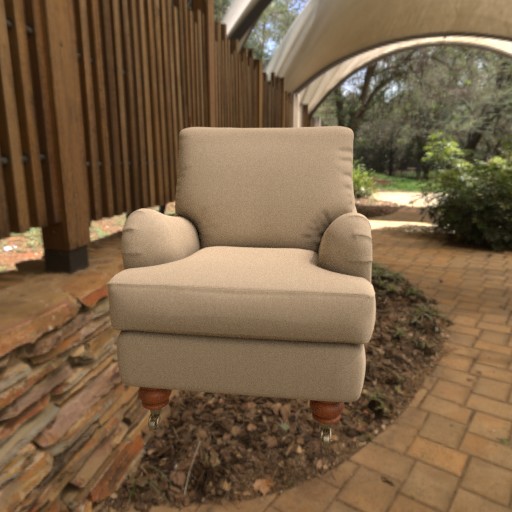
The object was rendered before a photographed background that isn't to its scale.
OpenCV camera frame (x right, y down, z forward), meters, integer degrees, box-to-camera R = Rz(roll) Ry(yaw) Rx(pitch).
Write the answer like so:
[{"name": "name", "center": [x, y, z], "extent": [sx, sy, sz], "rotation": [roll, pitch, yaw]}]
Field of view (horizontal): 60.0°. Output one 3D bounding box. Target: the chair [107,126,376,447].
[{"name": "chair", "center": [0.000, 0.000, 1.879], "extent": [0.895, 1.076, 1.078], "rotation": [2, 14, 8]}]
